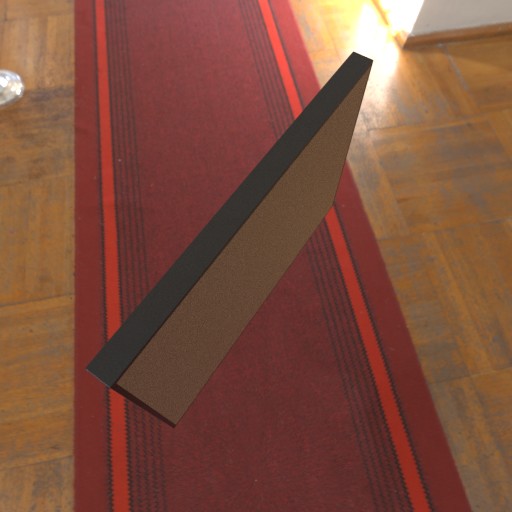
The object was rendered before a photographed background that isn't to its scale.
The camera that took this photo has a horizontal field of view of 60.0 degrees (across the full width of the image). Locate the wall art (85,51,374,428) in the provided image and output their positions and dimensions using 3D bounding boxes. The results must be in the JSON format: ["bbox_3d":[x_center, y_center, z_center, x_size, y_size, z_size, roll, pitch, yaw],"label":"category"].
[{"bbox_3d":[0.000,0.000,1.195,0.058,0.640,0.939,31,67,15],"label":"wall art"}]
